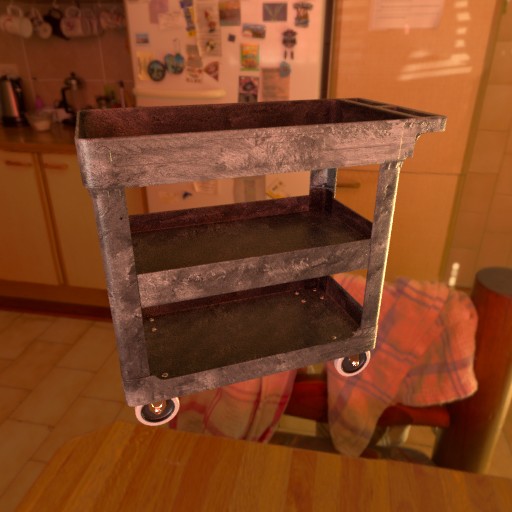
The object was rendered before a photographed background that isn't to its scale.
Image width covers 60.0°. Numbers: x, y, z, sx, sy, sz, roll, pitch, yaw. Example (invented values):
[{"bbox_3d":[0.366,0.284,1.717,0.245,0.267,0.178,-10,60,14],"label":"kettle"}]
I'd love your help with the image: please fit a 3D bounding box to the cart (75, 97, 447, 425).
[{"bbox_3d":[0.000,0.000,1.326,0.877,0.824,0.420,-9,27,-17],"label":"cart"}]
